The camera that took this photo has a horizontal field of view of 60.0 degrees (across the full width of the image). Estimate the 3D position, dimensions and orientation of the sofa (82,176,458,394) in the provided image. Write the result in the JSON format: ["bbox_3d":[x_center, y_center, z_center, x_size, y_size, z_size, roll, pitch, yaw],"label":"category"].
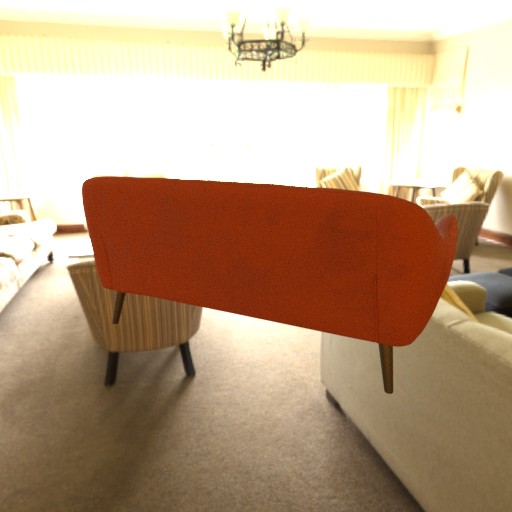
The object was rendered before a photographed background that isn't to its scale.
[{"bbox_3d":[0.000,0.000,2.273,1.840,0.836,0.820,8,17,26],"label":"sofa"}]
